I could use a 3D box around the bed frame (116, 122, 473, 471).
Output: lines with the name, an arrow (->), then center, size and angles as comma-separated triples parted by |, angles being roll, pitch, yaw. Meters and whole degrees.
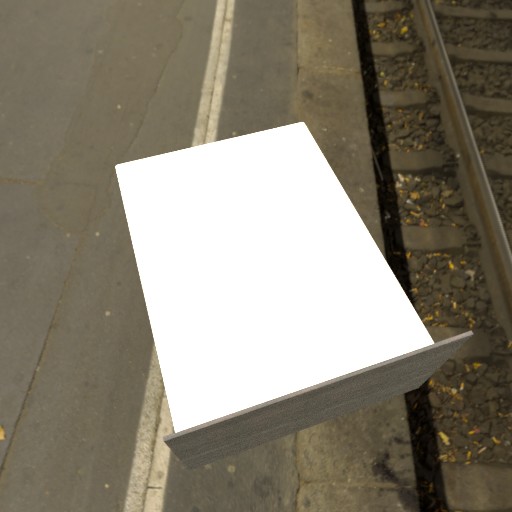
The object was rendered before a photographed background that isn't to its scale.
bed frame -> 0.000, 0.000, 2.673 | 1.400, 0.800, 1.900 | -16, 58, -10
